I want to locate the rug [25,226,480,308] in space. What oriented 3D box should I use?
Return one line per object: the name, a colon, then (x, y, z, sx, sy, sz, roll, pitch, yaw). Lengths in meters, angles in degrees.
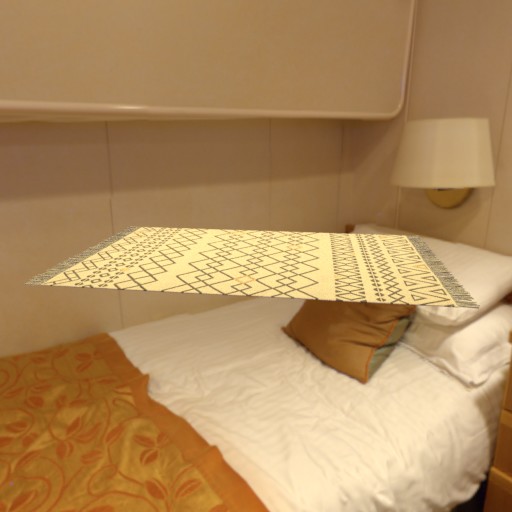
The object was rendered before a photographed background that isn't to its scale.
rug: (0.000, 0.000, 3.050, 2.472, 0.035, 1.495, 2, 17, 8)
